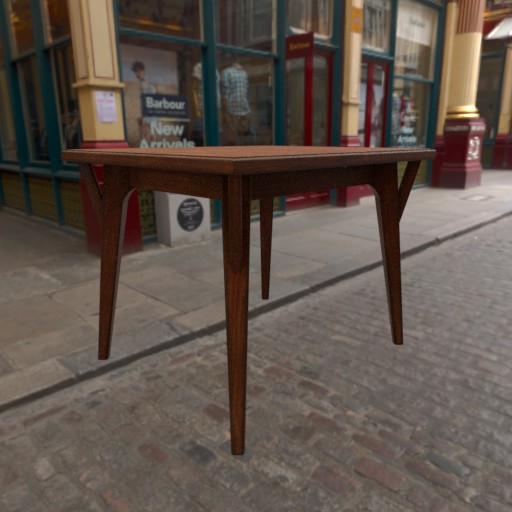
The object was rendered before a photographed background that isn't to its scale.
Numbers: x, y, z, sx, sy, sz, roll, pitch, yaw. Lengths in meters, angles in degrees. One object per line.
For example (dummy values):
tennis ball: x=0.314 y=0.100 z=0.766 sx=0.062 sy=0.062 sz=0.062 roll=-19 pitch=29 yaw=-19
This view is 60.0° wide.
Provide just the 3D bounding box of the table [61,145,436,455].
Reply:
table: x=0.000 y=0.000 z=1.622 sx=0.838 sy=0.761 sz=0.991 roll=14 pitch=21 yaw=42
